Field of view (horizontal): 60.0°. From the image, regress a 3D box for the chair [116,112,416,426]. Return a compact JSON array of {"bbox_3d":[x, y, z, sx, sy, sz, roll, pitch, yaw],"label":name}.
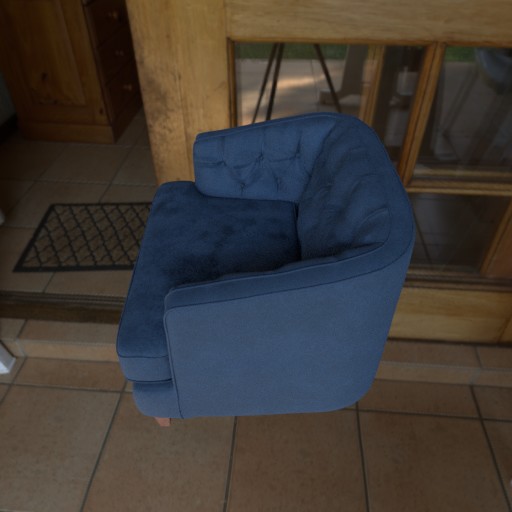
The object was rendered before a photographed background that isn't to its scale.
[{"bbox_3d":[0.000,0.000,1.776,0.940,0.852,1.094,-1,41,-1],"label":"chair"}]
